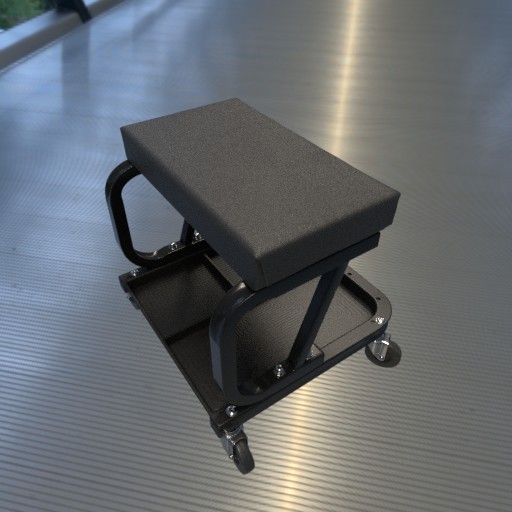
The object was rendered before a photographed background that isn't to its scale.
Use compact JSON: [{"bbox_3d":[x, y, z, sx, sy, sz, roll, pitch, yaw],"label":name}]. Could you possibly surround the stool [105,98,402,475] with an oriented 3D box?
[{"bbox_3d":[0.000,0.000,0.728,0.371,0.380,0.446,-24,46,-25],"label":"stool"}]
